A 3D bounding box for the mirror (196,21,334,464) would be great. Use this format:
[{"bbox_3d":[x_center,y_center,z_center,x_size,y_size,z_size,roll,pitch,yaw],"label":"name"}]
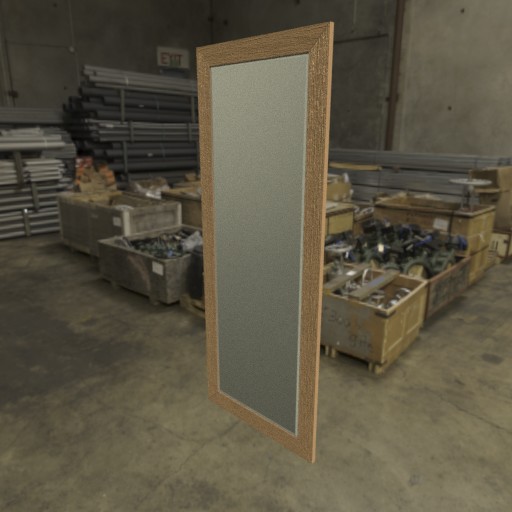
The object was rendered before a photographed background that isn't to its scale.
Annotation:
[{"bbox_3d":[0.000,0.000,2.254,0.812,2.031,0.026,15,22,42],"label":"mirror"}]
